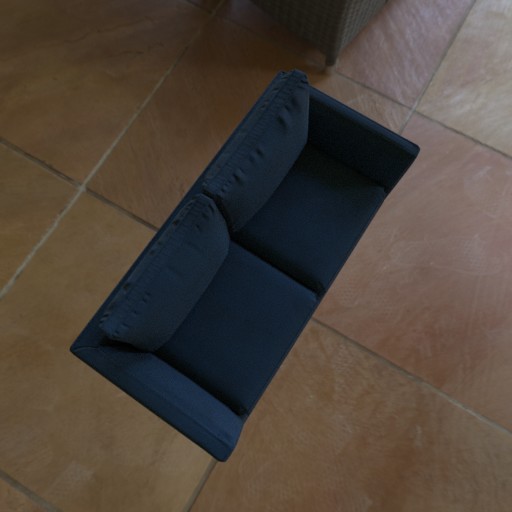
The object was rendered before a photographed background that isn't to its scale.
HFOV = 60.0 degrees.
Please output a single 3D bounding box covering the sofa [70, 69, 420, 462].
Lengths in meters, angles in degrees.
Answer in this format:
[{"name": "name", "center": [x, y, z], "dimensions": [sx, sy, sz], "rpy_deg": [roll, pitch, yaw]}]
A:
[{"name": "sofa", "center": [0.000, 0.000, 2.337], "dimensions": [0.853, 1.002, 1.770], "rpy_deg": [33, 77, 8]}]
